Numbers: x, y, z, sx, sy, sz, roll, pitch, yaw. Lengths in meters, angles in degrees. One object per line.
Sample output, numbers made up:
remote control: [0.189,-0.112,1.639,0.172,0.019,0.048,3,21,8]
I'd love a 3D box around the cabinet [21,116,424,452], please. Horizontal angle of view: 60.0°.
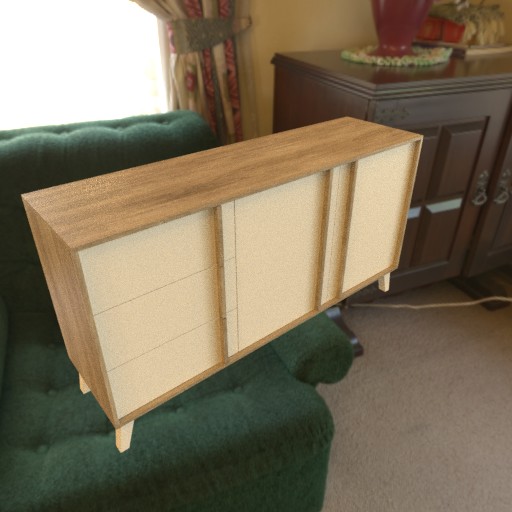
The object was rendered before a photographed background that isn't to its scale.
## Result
cabinet: [0.000,0.000,1.946,1.600,0.870,0.450,-23,38,-33]
